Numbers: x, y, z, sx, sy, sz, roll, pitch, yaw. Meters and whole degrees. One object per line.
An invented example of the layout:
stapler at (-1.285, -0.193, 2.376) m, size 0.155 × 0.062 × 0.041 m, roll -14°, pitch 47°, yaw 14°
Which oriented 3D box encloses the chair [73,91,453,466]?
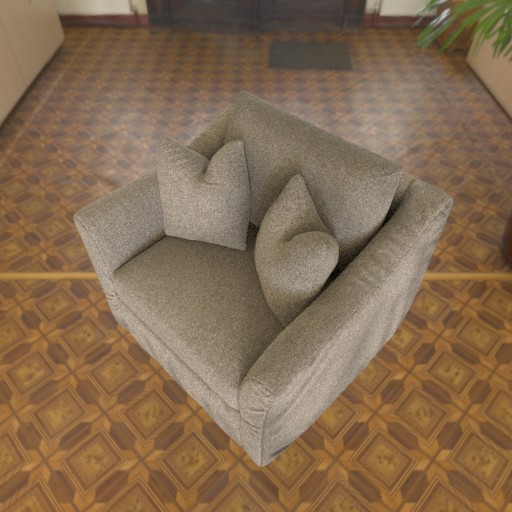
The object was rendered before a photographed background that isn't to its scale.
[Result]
chair at (0.000, 0.000, 2.012) m, size 1.194 × 1.059 × 1.071 m, roll 35°, pitch 56°, yaw 29°
